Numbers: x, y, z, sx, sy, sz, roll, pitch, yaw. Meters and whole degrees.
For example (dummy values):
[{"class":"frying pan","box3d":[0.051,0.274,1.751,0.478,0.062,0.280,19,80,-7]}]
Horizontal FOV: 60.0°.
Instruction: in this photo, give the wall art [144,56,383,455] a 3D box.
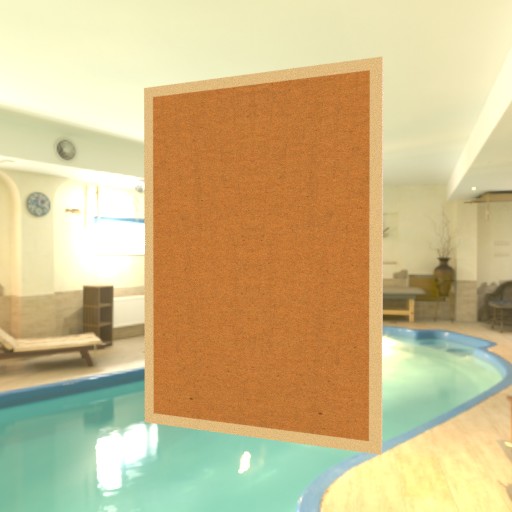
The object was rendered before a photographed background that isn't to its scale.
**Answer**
[{"class":"wall art","box3d":[0.000,0.000,0.534,0.293,0.428,0.025,0,1,18]}]
